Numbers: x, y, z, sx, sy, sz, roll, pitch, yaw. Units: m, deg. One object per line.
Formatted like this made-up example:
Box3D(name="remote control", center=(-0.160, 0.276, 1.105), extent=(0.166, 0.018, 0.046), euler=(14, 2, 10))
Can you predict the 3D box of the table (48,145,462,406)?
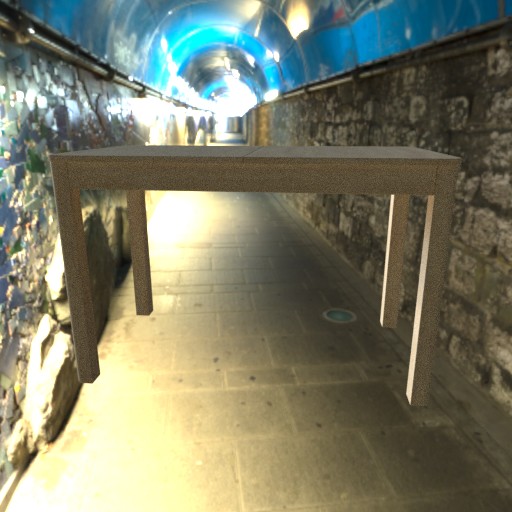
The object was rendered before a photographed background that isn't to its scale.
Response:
Box3D(name="table", center=(0.000, 0.000, 1.938), extent=(1.400, 0.900, 0.750), euler=(2, 17, 6))
